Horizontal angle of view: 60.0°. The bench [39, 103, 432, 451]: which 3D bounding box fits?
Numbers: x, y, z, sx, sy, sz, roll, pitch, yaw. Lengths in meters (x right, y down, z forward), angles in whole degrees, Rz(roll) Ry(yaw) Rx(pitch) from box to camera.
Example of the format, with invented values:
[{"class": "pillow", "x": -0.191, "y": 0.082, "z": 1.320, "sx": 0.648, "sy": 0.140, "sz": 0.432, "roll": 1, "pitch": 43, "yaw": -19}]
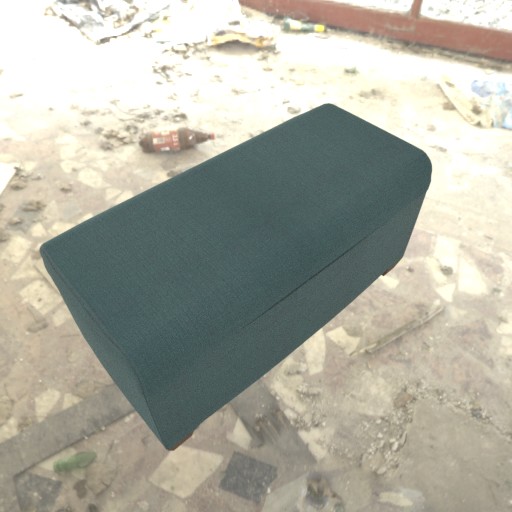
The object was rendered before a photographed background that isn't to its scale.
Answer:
[{"class": "bench", "x": 0.000, "y": 0.000, "z": 1.273, "sx": 0.995, "sy": 0.474, "sz": 0.476, "roll": -33, "pitch": 56, "yaw": -27}]
